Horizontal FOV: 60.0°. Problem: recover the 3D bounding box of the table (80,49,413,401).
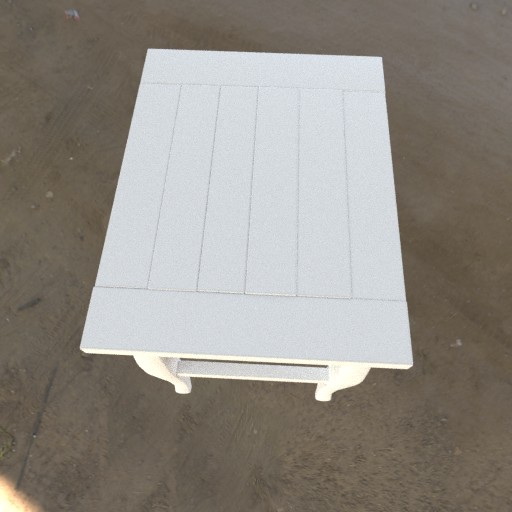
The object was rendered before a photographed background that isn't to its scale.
[{"bbox_3d":[0.000,0.000,1.011,0.463,0.605,0.599,3,64,1],"label":"table"}]
